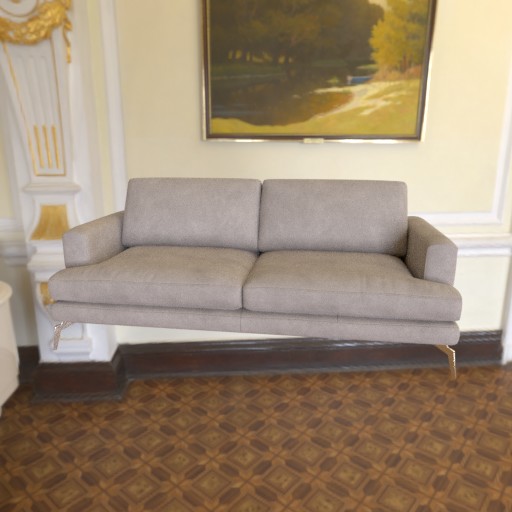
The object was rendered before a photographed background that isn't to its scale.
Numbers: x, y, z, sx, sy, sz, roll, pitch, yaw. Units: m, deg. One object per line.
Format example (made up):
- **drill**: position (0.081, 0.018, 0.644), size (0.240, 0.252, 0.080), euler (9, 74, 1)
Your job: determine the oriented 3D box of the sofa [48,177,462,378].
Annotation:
- **sofa**: position (0.000, 0.000, 2.521), size (2.013, 0.830, 0.980), euler (2, 15, 8)
